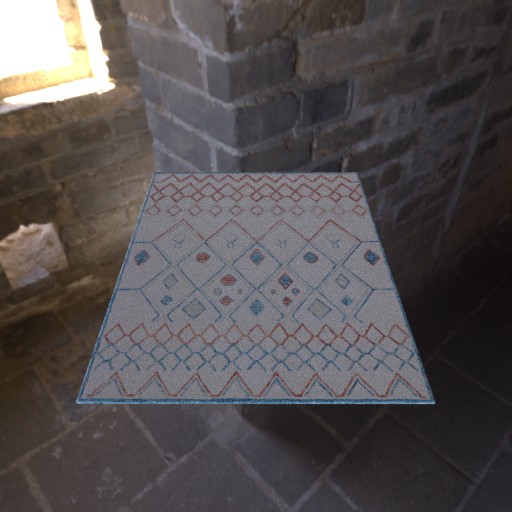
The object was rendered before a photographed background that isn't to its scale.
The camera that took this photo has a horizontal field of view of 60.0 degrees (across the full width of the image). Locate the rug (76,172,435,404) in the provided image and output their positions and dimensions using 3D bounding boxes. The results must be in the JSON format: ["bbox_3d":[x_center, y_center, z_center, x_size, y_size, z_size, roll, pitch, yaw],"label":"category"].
[{"bbox_3d":[0.000,0.000,4.155,2.441,0.016,3.050,0,41,0],"label":"rug"}]
